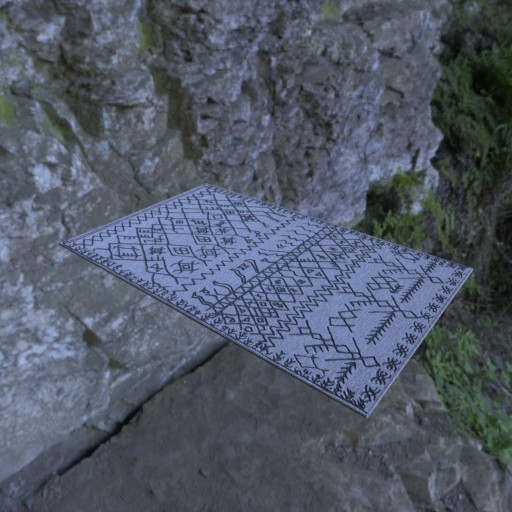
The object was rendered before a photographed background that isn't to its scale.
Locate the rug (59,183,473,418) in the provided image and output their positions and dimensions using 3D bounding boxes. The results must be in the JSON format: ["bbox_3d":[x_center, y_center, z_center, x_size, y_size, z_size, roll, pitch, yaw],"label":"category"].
[{"bbox_3d":[0.000,0.000,3.065,2.444,0.012,1.526,22,37,33],"label":"rug"}]
